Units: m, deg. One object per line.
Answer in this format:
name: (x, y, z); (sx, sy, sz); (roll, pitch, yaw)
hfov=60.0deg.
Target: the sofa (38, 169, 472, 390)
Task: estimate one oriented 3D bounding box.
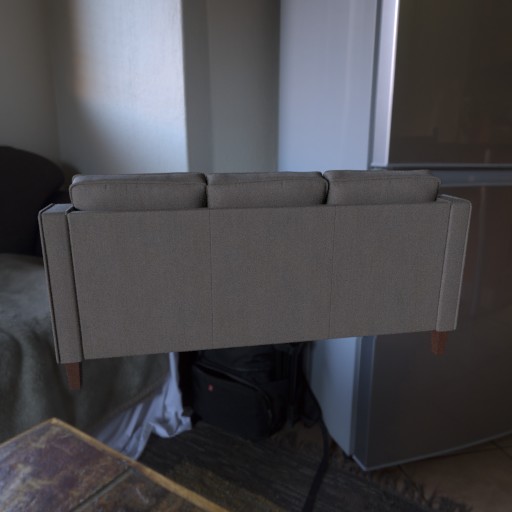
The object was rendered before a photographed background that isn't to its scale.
sofa: (0.000, 0.000, 2.496); (1.986, 0.974, 0.911); (-3, 15, -10)
